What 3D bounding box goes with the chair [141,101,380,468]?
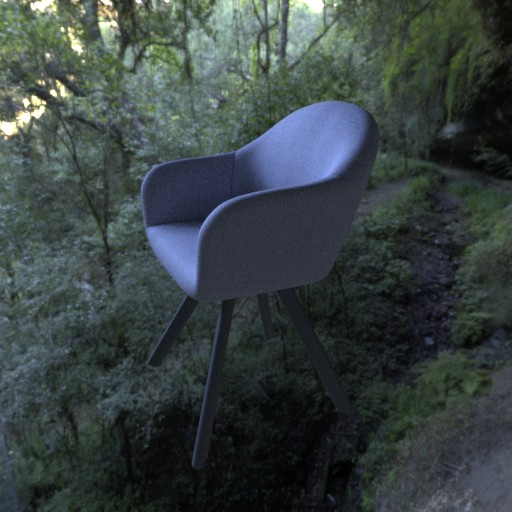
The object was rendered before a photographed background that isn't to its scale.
[{"bbox_3d":[0.000,0.000,1.202,0.550,0.795,0.590,-9,21,-24],"label":"chair"}]
